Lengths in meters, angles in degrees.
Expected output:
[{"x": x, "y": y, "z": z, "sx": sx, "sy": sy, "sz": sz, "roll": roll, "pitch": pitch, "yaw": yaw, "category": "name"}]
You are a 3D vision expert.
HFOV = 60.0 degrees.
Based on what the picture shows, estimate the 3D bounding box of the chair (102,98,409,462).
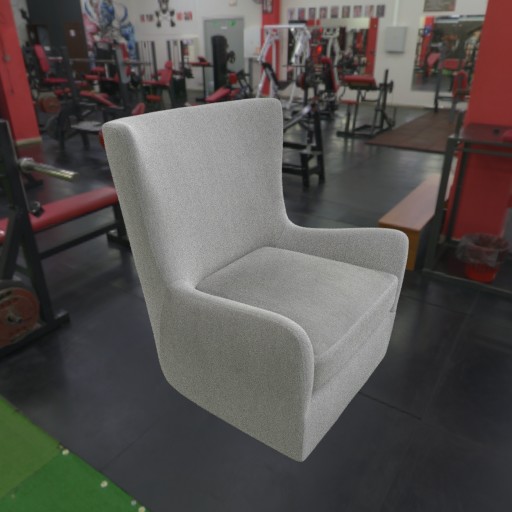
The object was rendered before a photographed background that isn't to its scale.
[{"x": 0.000, "y": 0.000, "z": 1.623, "sx": 0.904, "sy": 1.000, "sz": 0.779, "roll": 19, "pitch": 32, "yaw": 33, "category": "chair"}]
